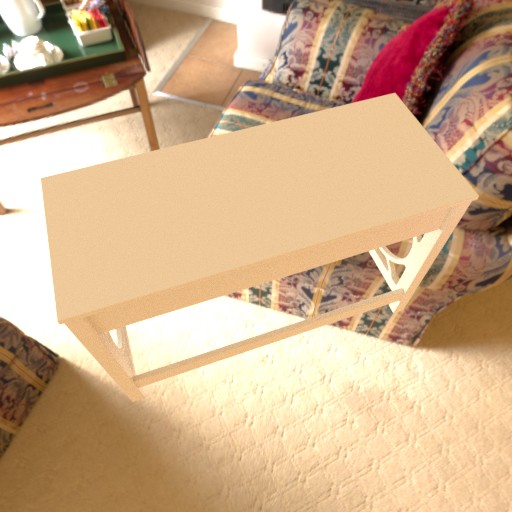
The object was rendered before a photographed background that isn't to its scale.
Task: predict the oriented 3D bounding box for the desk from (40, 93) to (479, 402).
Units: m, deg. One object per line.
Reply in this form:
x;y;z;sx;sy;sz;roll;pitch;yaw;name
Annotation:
0.000;0.000;1.620;1.191;0.762;0.504;-16;59;-10;desk
